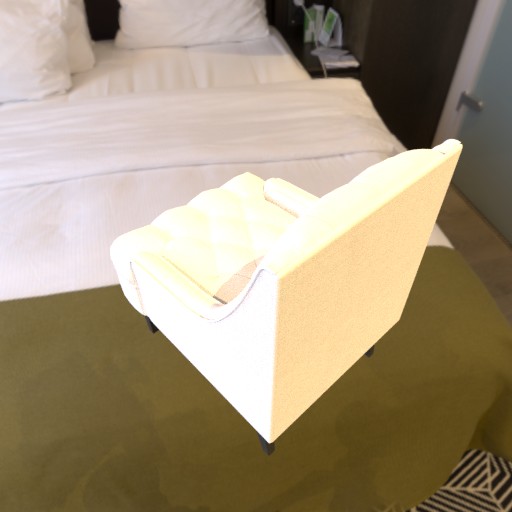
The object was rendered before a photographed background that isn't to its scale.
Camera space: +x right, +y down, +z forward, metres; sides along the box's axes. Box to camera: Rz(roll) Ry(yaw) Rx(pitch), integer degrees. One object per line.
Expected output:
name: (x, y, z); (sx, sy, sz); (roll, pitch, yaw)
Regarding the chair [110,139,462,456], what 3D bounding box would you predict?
chair: (0.000, 0.000, 1.393); (0.658, 0.891, 0.772); (-33, 53, -29)
